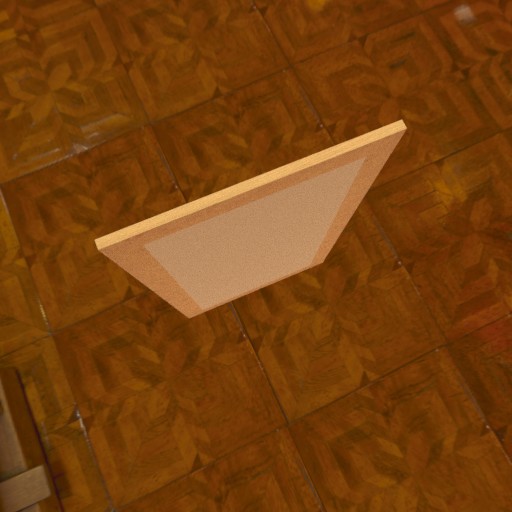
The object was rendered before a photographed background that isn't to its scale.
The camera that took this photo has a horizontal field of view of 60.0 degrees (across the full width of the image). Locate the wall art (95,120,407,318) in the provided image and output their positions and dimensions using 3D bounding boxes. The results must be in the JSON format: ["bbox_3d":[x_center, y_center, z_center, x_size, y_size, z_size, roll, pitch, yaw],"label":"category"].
[{"bbox_3d":[0.000,0.000,0.836,0.381,0.683,0.013,-22,77,-5],"label":"wall art"}]
